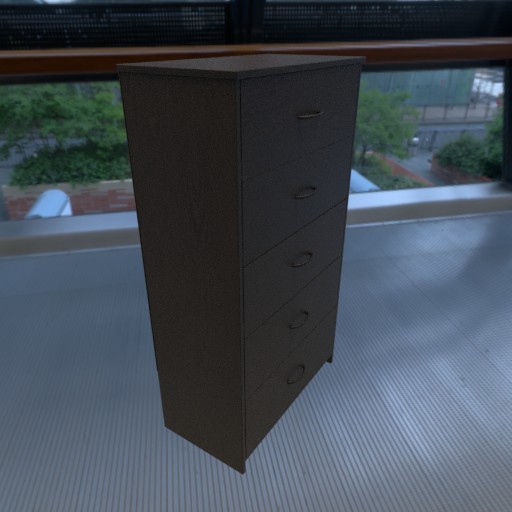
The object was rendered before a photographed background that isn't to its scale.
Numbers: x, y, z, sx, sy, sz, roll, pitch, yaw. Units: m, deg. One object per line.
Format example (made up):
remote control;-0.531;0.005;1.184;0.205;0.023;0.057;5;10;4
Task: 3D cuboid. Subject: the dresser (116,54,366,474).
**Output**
dresser;0.000;0.000;1.548;0.418;1.254;0.704;17;31;30
